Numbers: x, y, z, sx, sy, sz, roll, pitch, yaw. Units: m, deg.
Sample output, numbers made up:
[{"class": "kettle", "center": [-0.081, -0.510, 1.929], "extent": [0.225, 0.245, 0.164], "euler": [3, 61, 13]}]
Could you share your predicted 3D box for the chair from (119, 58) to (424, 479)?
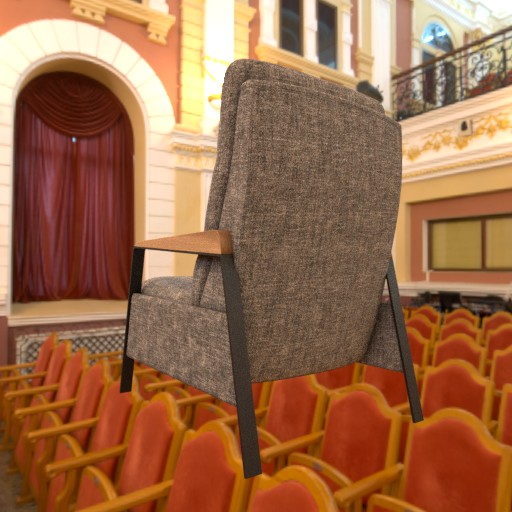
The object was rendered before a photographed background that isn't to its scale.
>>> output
[{"class": "chair", "center": [0.000, 0.000, 1.561], "extent": [0.671, 1.042, 0.868], "euler": [1, -2, -35]}]
